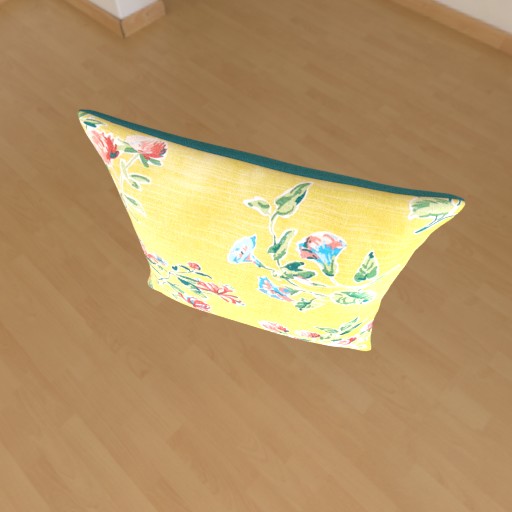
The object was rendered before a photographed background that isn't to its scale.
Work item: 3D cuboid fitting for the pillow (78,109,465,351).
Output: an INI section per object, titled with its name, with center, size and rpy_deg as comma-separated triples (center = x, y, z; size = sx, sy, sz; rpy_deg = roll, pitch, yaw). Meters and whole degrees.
[pillow]
center = 0.000, 0.000, 0.785
size = 0.525, 0.508, 0.166
rpy_deg = 15, 60, 9
